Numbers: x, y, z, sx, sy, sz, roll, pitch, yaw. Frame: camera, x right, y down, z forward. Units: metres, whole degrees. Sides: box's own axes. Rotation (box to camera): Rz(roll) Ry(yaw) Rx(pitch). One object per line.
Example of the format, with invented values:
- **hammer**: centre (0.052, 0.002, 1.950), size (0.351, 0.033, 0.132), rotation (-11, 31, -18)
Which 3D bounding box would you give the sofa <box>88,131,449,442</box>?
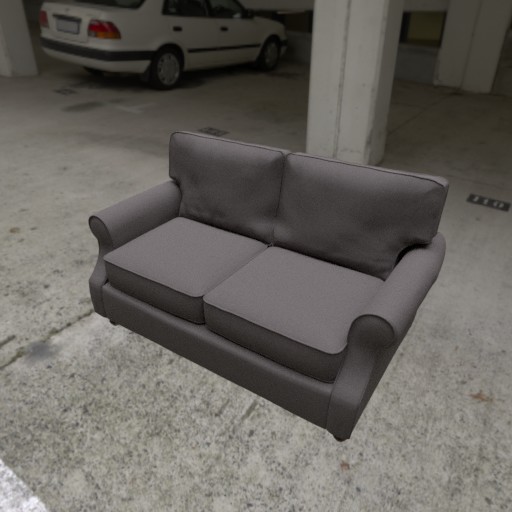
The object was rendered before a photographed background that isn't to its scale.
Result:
- **sofa**: centre (0.000, 0.000, 2.224), size (1.665, 0.937, 0.964), rotation (18, 35, 29)
